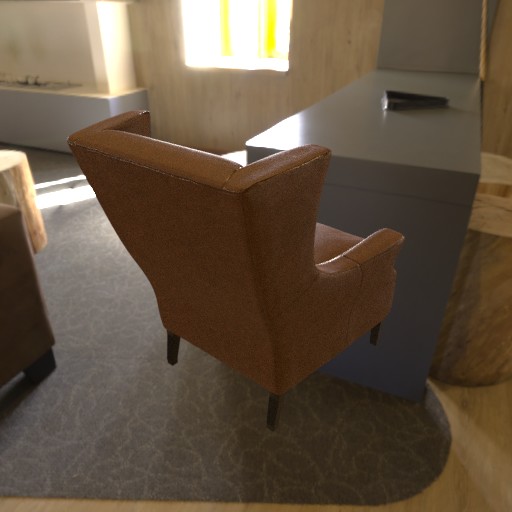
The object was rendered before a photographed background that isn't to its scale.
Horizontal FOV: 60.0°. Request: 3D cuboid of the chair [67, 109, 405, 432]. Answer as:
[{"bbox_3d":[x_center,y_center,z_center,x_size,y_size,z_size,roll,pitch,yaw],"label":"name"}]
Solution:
[{"bbox_3d":[0.000,0.000,1.633,0.852,1.016,0.925,22,36,33],"label":"chair"}]
